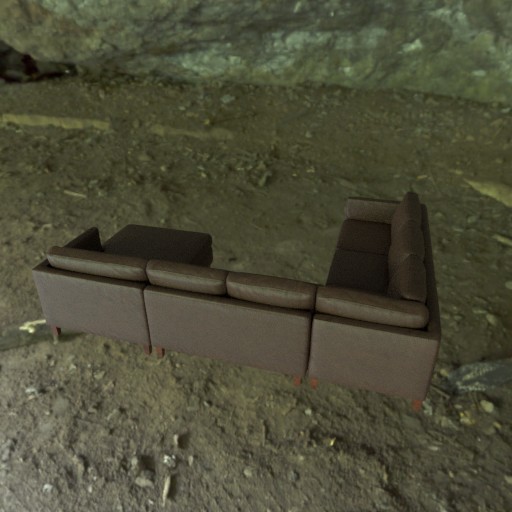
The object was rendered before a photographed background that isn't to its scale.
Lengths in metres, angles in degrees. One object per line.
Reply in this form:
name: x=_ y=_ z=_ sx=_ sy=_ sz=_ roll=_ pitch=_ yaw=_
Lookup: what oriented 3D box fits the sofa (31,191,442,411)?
sofa: x=0.000 y=0.000 z=4.689 sx=3.460 sy=0.923 sz=2.593 roll=8 pitch=30 yaw=14
